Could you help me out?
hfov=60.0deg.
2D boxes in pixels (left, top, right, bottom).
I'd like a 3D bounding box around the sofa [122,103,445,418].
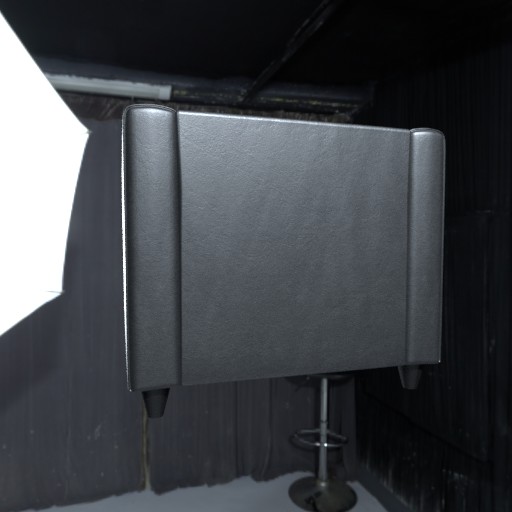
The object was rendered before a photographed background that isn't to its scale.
[{"bbox_3d":[0.000,0.000,1.460,0.839,0.724,0.809,-1,2,-17],"label":"sofa"}]
